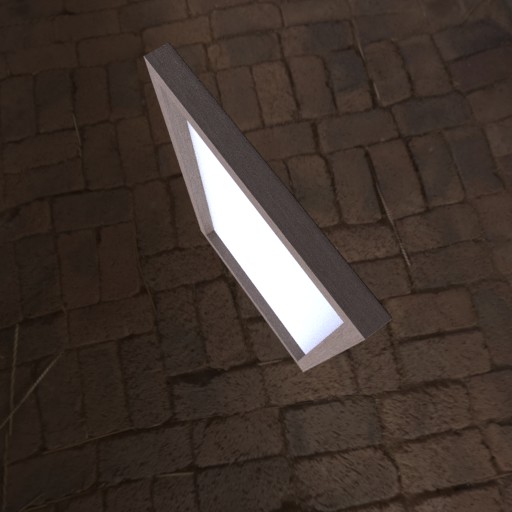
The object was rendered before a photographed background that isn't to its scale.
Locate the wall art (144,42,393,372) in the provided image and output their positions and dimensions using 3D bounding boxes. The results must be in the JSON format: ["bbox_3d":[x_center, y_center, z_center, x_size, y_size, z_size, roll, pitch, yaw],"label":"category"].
[{"bbox_3d":[0.000,0.000,0.661,0.032,0.510,0.358,-34,75,-10],"label":"wall art"}]
